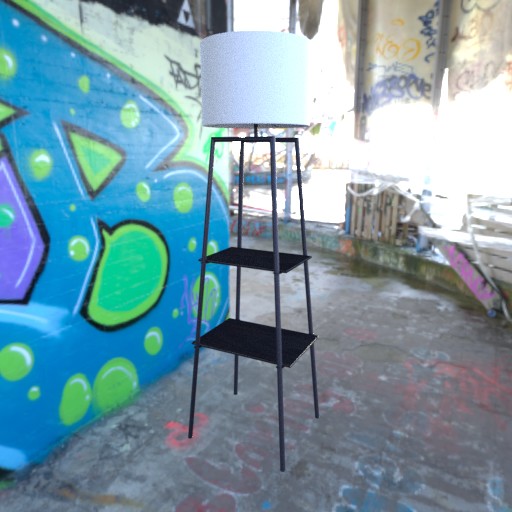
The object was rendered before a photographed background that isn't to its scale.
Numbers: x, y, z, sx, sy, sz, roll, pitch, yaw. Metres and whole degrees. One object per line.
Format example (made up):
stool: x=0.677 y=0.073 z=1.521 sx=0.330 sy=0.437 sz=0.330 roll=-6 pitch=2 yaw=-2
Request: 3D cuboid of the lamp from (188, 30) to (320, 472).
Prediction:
lamp: x=0.000 y=0.000 z=1.675 sx=0.427 sy=1.474 sz=0.384 roll=7 pitch=15 yaw=27
